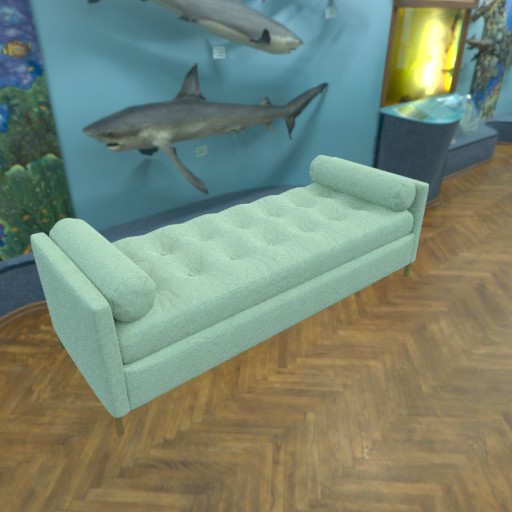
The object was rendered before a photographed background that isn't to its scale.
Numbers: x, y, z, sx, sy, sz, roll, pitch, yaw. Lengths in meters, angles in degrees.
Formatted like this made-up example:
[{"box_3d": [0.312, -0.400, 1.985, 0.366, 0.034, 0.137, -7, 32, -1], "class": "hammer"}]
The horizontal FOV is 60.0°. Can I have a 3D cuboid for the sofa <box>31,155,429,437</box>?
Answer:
[{"box_3d": [0.000, 0.000, 2.492, 2.102, 0.705, 0.796, -21, 35, -34], "class": "sofa"}]
